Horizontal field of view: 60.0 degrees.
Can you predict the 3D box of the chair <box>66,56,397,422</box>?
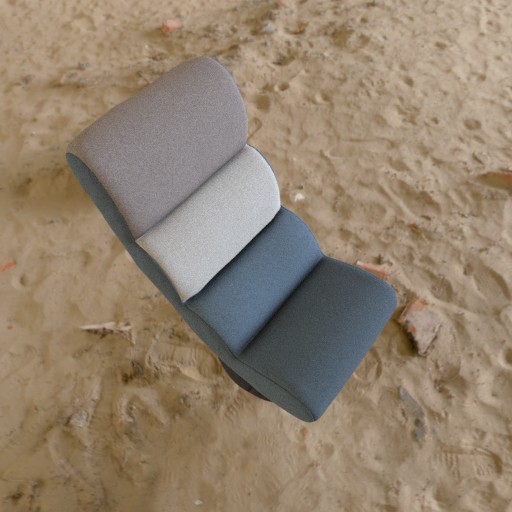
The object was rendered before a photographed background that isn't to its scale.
[{"bbox_3d":[0.000,0.000,1.063,0.661,0.641,0.420,34,64,19],"label":"chair"}]
